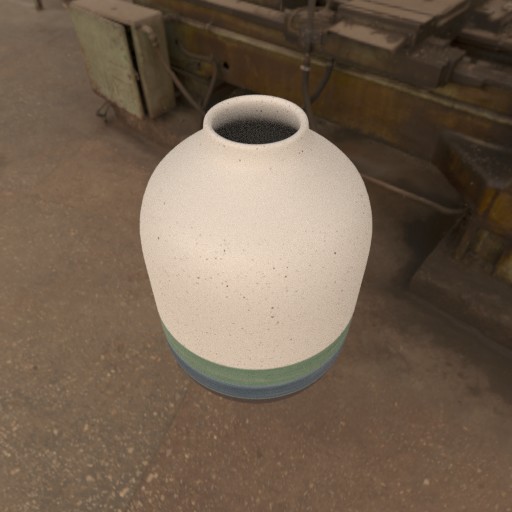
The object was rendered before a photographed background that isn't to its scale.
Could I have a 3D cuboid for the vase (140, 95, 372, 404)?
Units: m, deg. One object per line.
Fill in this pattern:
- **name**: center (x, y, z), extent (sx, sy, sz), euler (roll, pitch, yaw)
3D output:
- **vase**: center (0.000, 0.000, 0.355), extent (0.169, 0.240, 0.169), euler (0, 46, 0)
